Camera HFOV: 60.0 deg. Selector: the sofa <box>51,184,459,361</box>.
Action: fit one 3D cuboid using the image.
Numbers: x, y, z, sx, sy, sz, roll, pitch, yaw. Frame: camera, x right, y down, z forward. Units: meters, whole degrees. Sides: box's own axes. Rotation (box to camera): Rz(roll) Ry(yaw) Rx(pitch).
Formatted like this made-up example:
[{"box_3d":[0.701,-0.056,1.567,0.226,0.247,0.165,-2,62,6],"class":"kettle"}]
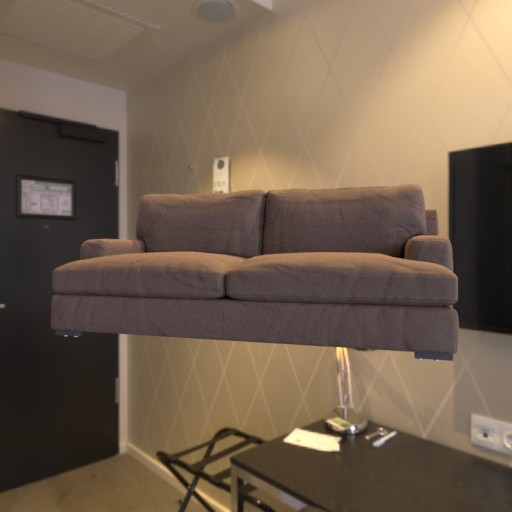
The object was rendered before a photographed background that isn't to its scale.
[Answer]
[{"box_3d":[0.000,0.000,2.828,2.274,0.950,1.140,0,0,17],"class":"sofa"}]
